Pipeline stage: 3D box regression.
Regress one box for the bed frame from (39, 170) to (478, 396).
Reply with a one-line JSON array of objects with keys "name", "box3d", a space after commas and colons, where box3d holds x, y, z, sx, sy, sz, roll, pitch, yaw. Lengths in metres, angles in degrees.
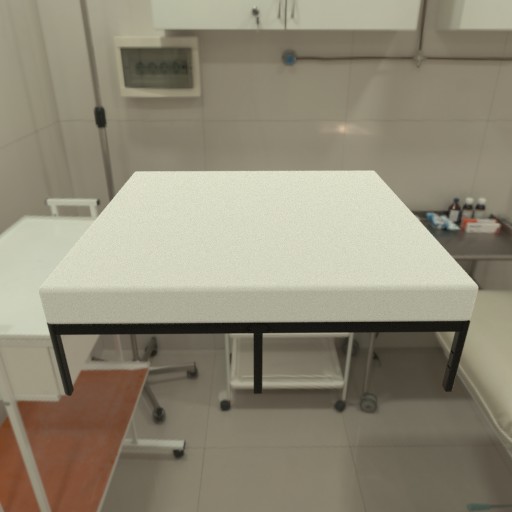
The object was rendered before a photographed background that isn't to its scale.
[{"name": "bed frame", "box3d": [0.000, 0.000, 3.071, 2.079, 0.659, 1.963, 0, 27, -1]}]
